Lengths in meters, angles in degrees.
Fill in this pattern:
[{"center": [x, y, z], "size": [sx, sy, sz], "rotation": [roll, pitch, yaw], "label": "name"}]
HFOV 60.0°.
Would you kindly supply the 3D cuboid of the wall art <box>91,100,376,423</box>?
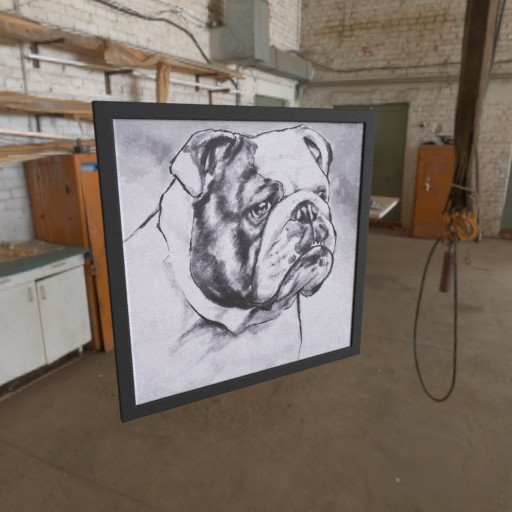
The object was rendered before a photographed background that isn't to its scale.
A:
[{"center": [0.000, 0.000, 0.870], "size": [0.562, 0.558, 0.012], "rotation": [-8, 17, -27], "label": "wall art"}]
